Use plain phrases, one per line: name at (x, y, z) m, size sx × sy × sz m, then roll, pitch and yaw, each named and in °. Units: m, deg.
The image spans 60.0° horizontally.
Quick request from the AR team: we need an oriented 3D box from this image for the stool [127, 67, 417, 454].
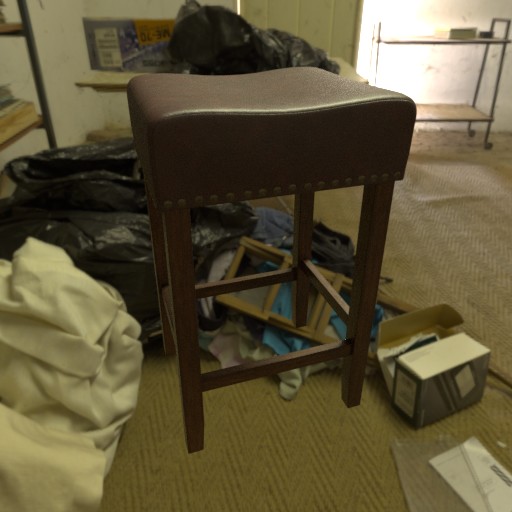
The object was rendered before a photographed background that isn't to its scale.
stool at (0.000, 0.000, 1.039) m, size 0.465 × 0.769 × 0.401 m, roll -10°, pitch 32°, yaw -16°
